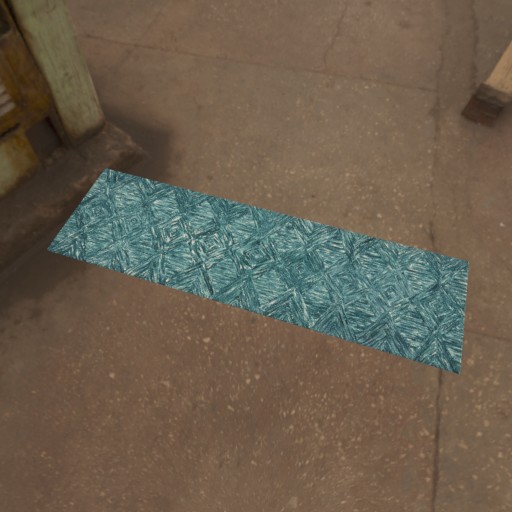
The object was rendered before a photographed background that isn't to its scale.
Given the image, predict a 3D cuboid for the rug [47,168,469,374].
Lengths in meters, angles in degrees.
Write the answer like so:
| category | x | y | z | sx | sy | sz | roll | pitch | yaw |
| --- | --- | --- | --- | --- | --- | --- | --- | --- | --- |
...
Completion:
| category | x | y | z | sx | sy | sz | roll | pitch | yaw |
| --- | --- | --- | --- | --- | --- | --- | --- | --- | --- |
| rug | 0.000 | 0.000 | 2.502 | 2.286 | 0.016 | 0.676 | 15 | 58 | 10 |
